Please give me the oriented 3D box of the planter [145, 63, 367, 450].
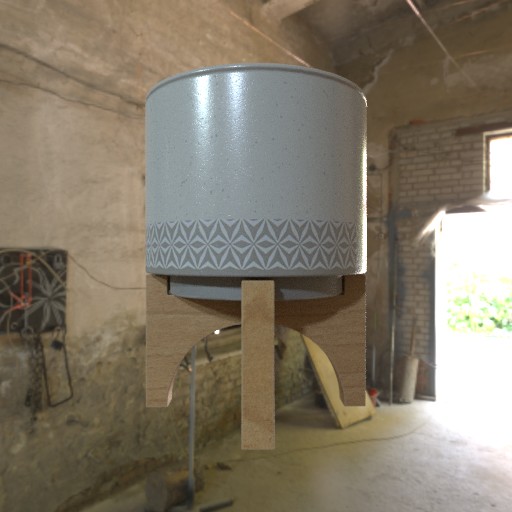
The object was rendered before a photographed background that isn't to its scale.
[{"bbox_3d":[0.000,0.000,0.268,0.130,0.178,0.130,0,0,0],"label":"planter"}]
